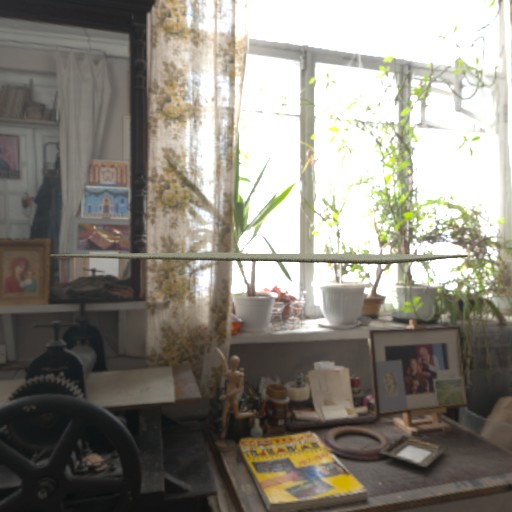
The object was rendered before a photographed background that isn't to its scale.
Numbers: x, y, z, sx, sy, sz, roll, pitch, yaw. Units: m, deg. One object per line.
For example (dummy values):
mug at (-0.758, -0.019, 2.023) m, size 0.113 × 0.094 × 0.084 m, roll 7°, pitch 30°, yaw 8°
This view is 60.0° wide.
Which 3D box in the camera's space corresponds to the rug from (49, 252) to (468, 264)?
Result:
rug at (0.000, 0.000, 2.342) m, size 1.846 × 0.014 × 1.243 m, roll 1°, pitch 1°, yaw 36°
